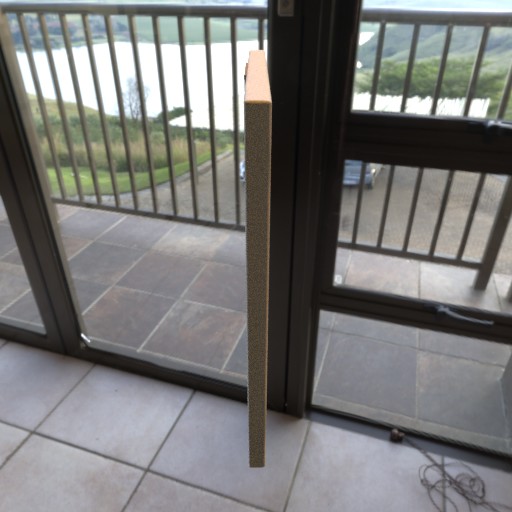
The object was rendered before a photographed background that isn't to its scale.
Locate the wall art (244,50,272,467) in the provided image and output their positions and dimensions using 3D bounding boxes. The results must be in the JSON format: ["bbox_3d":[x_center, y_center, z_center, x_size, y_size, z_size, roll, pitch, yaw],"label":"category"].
[{"bbox_3d":[0.000,0.000,1.161,0.048,0.916,0.602,0,32,0],"label":"wall art"}]
